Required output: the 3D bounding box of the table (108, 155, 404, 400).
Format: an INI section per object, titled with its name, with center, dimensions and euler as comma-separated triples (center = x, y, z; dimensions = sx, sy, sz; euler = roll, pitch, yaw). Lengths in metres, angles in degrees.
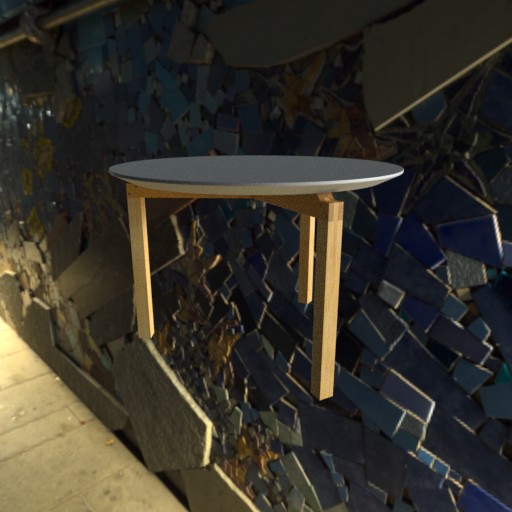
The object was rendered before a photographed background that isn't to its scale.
[table]
center = 0.000, 0.000, 1.003
dimensions = 0.600, 0.405, 0.600
euler = 0, 17, 0
